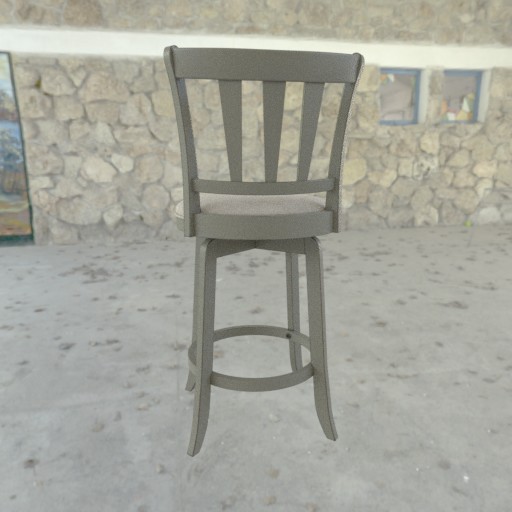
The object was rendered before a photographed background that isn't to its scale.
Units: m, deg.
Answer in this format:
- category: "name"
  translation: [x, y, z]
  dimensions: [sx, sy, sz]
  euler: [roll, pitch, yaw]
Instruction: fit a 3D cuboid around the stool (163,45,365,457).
- category: "stool"
  translation: [0.000, 0.000, 1.228]
  dimensions: [0.450, 0.994, 0.486]
  euler: [-2, 13, -10]
